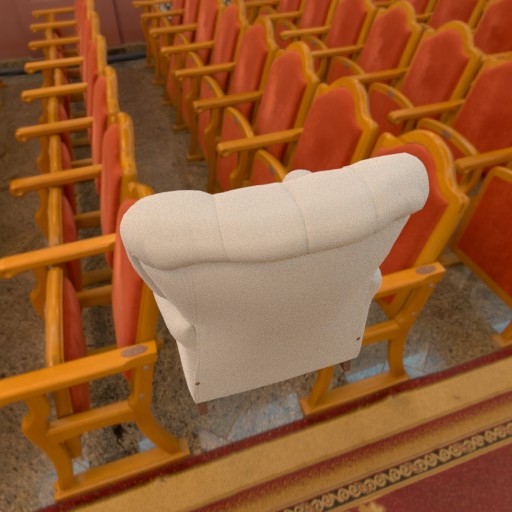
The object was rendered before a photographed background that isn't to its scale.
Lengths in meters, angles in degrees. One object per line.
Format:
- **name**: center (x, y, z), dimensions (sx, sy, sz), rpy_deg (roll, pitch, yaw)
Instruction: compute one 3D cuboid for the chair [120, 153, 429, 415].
- **chair**: center (0.000, 0.000, 2.040), dimensions (1.090, 1.217, 1.128), rpy_deg (-12, 42, -14)
